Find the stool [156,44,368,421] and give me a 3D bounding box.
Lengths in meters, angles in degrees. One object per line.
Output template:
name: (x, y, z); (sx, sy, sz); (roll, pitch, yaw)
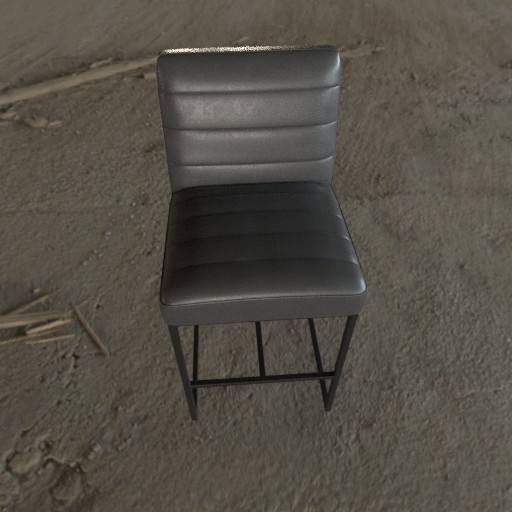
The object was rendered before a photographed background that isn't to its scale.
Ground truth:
stool: (0.000, 0.000, 1.231); (0.457, 0.938, 0.552); (-3, 46, -3)
